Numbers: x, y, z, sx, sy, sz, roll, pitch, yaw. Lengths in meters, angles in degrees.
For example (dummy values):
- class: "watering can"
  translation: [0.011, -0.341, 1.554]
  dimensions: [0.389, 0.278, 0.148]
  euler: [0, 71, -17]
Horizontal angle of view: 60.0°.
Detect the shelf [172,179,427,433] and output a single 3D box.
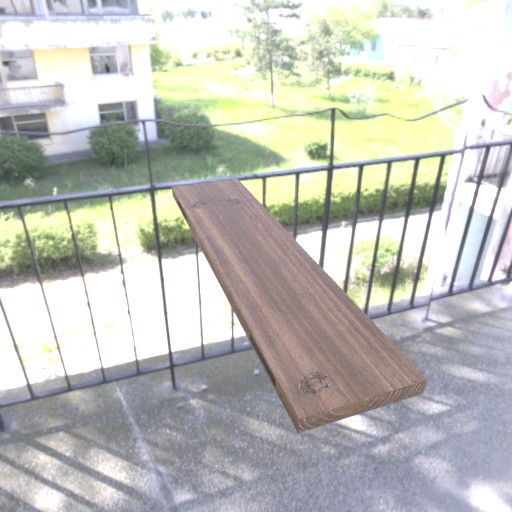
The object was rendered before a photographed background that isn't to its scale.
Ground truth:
- class: "shelf"
  translation: [0.000, 0.000, 0.671]
  dimensions: [0.140, 0.020, 0.610]
  euler: [-10, 31, -17]
